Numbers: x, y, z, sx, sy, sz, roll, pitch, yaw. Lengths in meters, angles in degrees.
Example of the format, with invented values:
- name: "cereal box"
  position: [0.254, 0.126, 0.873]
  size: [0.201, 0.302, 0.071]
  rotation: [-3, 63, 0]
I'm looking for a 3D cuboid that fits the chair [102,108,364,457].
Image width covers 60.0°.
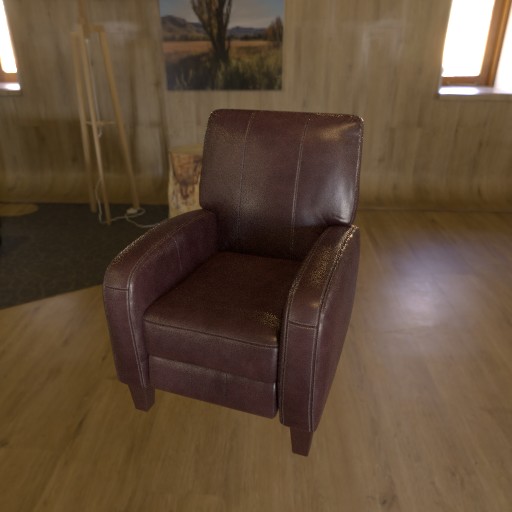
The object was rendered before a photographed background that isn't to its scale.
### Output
- name: "chair"
  position: [0.000, 0.000, 1.718]
  size: [0.762, 0.990, 0.990]
  rotation: [8, 27, 17]
